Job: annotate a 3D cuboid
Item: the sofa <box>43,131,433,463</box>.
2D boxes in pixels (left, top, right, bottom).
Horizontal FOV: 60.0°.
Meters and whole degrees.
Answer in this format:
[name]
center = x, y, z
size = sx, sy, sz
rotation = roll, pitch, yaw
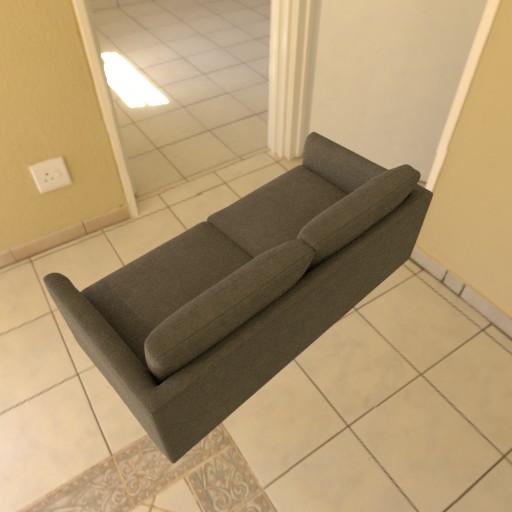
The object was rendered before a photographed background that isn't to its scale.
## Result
[sofa]
center = 0.000, 0.000, 2.850
size = 2.257, 0.838, 1.092
rotation = -34, 55, -28
